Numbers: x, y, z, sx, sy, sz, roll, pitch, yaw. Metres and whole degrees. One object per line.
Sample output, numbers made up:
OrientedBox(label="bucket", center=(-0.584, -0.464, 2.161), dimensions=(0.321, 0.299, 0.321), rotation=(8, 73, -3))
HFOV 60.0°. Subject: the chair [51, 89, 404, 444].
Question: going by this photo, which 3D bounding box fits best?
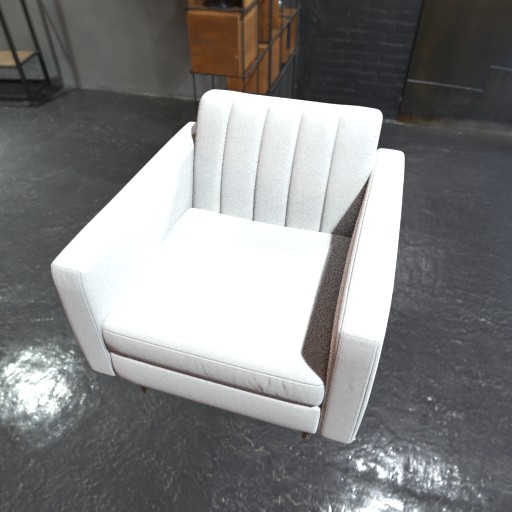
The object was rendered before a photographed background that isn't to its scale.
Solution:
OrientedBox(label="chair", center=(0.000, 0.000, 1.615), dimensions=(0.953, 0.819, 0.998), rotation=(12, 43, 13))
